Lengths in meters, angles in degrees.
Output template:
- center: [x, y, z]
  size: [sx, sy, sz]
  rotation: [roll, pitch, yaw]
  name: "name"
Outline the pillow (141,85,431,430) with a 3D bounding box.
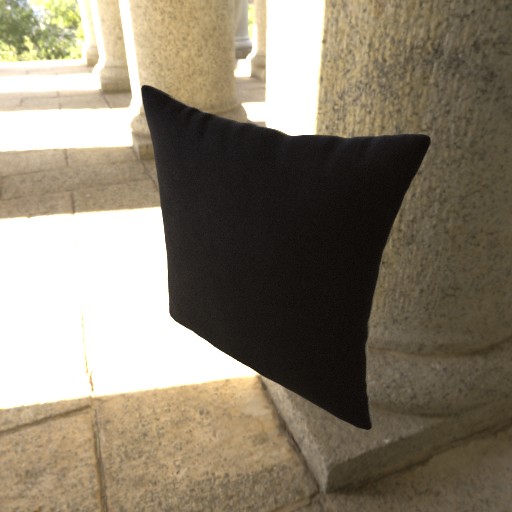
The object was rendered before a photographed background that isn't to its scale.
- center: [0.000, 0.000, 0.769]
  size: [0.511, 0.509, 0.161]
  rotation: [22, 38, 33]
  name: "pillow"
